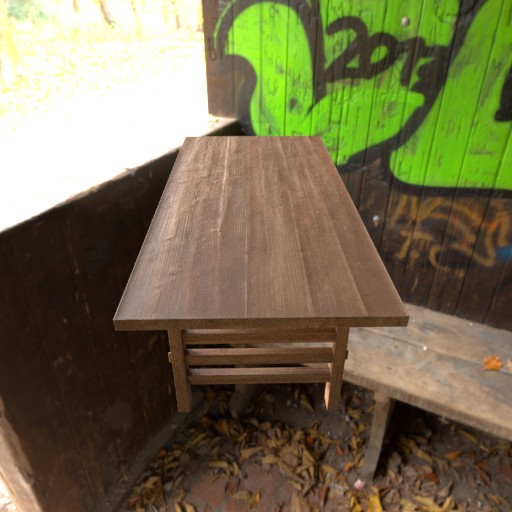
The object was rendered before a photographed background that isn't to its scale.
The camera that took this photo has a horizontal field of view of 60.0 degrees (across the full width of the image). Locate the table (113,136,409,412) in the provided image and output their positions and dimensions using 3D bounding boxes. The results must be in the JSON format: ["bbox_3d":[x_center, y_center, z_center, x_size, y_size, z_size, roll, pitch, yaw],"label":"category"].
[{"bbox_3d":[0.000,0.000,2.472,0.952,0.760,2.003,-1,31,-1],"label":"table"}]
